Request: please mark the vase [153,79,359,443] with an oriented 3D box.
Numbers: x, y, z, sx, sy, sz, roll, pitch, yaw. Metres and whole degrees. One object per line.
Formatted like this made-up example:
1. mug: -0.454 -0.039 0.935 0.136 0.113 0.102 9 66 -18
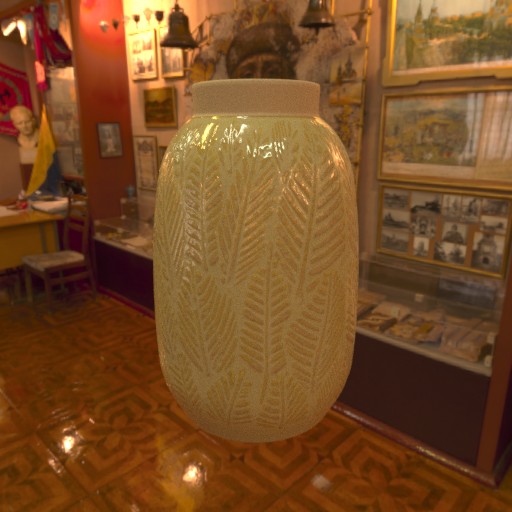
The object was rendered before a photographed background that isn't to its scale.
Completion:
1. vase: 0.000 0.000 0.374 0.172 0.270 0.172 0 16 0
